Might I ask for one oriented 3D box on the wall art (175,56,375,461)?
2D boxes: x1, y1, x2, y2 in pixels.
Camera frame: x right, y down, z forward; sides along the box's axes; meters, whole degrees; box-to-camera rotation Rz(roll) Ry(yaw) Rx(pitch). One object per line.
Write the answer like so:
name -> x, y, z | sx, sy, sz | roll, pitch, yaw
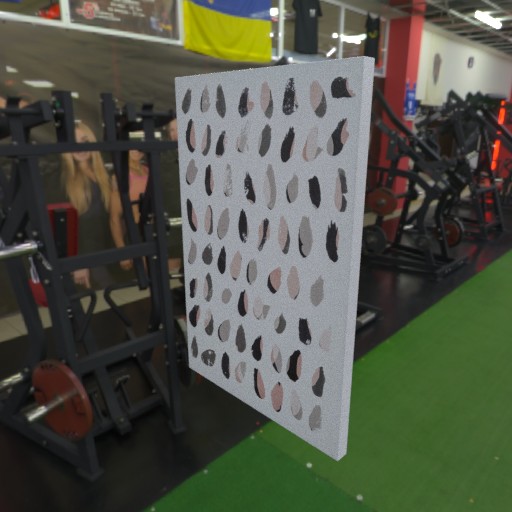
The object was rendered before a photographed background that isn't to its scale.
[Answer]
wall art -> 0.000, 0.000, 1.175 | 0.037, 0.916, 0.610 | -16, 23, -42
